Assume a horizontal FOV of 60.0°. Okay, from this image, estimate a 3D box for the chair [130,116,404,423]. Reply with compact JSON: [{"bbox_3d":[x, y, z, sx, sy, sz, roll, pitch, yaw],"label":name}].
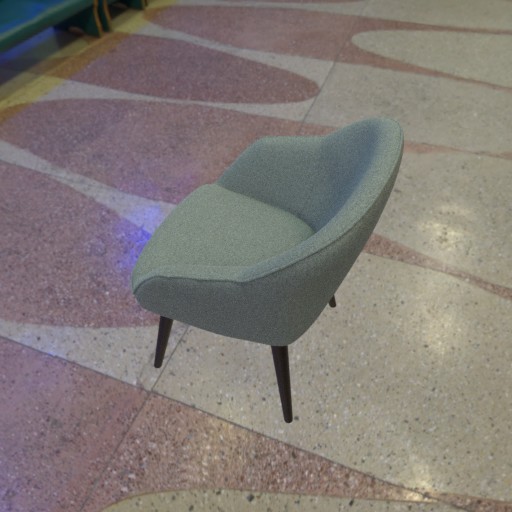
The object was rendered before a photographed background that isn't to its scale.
[{"bbox_3d":[0.000,0.000,1.233,0.611,0.810,0.589,18,50,16],"label":"chair"}]
